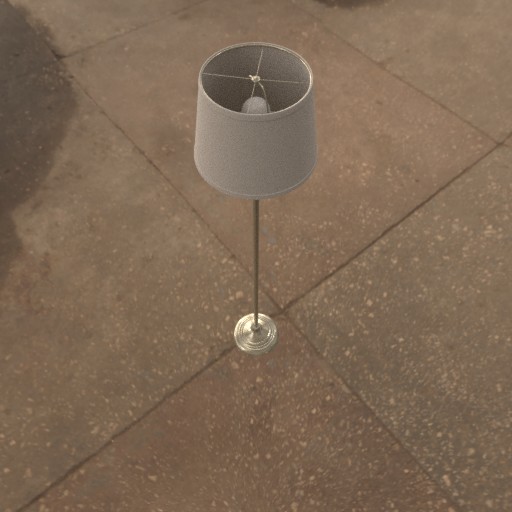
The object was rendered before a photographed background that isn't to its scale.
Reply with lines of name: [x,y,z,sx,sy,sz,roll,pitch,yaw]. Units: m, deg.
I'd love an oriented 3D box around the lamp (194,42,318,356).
lamp: [0.000,0.000,1.618,0.327,1.506,0.327,-32,64,-18]
